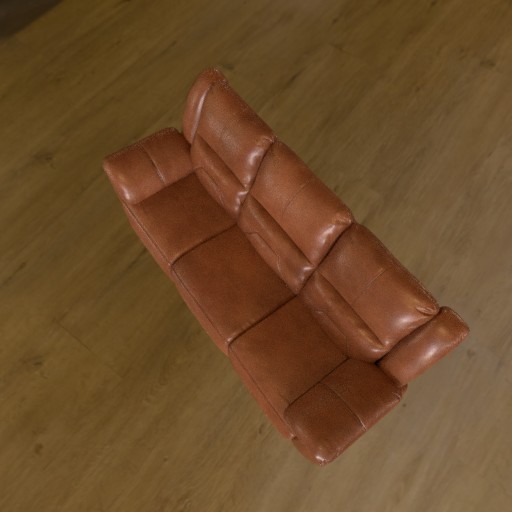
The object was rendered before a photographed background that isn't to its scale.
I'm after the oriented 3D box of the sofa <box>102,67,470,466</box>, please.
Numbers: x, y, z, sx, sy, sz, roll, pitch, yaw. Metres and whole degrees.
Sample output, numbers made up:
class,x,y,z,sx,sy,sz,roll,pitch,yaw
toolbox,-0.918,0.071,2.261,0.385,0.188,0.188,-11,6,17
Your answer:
class,x,y,z,sx,sy,sz,roll,pitch,yaw
sofa,0.000,0.000,2.779,0.991,1.043,2.337,-34,69,-15
